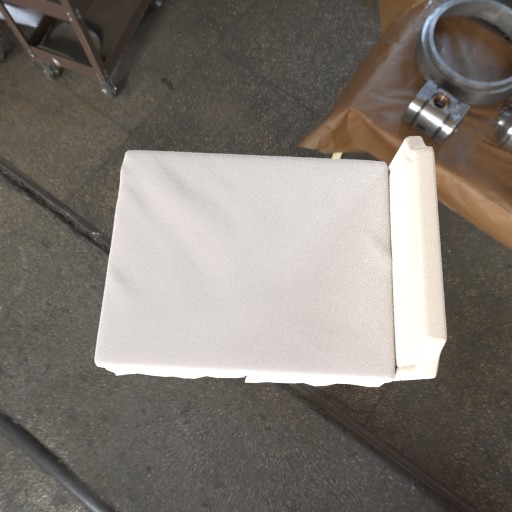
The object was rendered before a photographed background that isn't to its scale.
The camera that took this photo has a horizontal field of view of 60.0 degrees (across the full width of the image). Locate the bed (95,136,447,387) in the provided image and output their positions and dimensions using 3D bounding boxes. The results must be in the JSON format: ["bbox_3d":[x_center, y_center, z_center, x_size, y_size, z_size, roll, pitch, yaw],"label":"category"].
[{"bbox_3d":[0.000,0.000,3.603,2.498,1.293,1.977,3,74,1],"label":"bed"}]
